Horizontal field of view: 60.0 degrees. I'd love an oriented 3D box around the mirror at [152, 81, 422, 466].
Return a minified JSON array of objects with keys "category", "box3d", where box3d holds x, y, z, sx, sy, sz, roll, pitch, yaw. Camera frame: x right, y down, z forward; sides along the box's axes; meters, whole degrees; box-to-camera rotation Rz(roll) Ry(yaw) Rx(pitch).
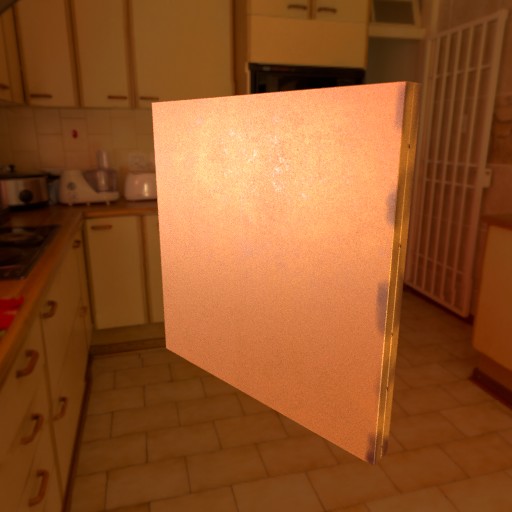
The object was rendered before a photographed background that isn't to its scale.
[{"category":"mirror","box3d":[0.000,0.000,0.742,0.509,0.507,0.042,15,21,43]}]
